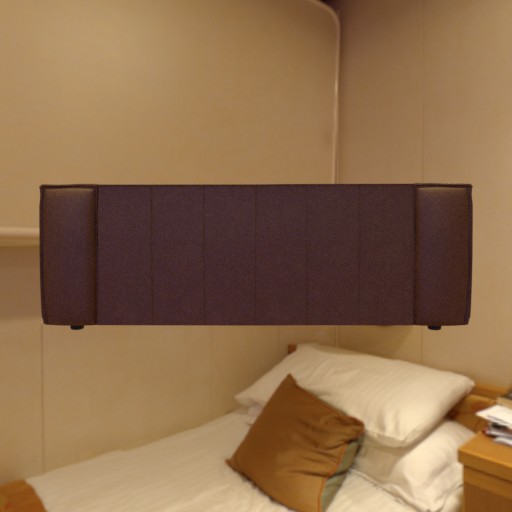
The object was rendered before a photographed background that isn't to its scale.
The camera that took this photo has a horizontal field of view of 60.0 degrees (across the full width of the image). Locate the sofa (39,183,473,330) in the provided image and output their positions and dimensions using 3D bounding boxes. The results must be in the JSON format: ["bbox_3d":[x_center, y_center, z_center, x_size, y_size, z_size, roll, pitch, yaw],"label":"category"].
[{"bbox_3d":[0.000,0.000,2.583,2.088,0.703,1.102,0,1,1],"label":"sofa"}]
